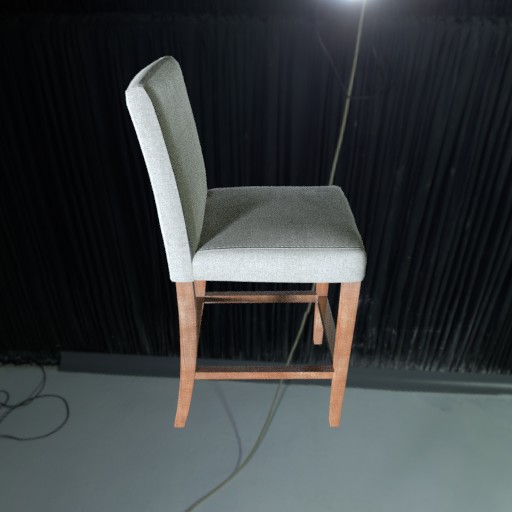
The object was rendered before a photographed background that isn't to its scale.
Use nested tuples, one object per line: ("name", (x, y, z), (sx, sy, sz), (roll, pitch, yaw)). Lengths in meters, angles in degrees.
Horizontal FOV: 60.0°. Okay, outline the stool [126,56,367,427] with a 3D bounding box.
("stool", (0.000, 0.000, 1.365), (0.570, 1.088, 0.439), (-1, 32, -1))
